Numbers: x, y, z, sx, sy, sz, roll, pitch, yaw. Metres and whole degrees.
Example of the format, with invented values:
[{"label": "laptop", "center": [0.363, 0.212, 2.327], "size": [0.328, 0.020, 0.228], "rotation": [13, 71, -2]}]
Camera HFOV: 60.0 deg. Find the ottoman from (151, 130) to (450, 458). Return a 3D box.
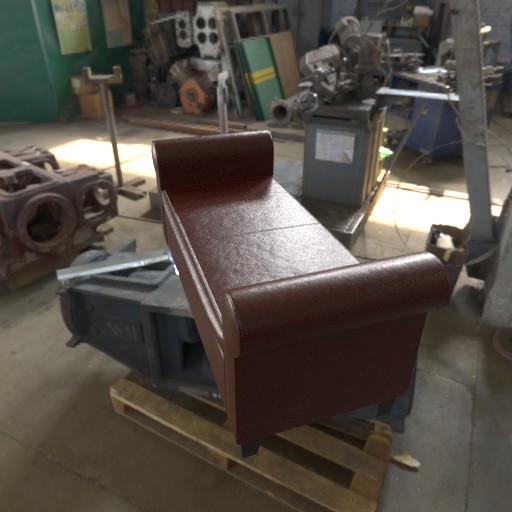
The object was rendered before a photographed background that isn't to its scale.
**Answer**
[{"label": "ottoman", "center": [0.000, 0.000, 1.555], "size": [0.521, 0.547, 1.256], "rotation": [-10, 33, -16]}]
